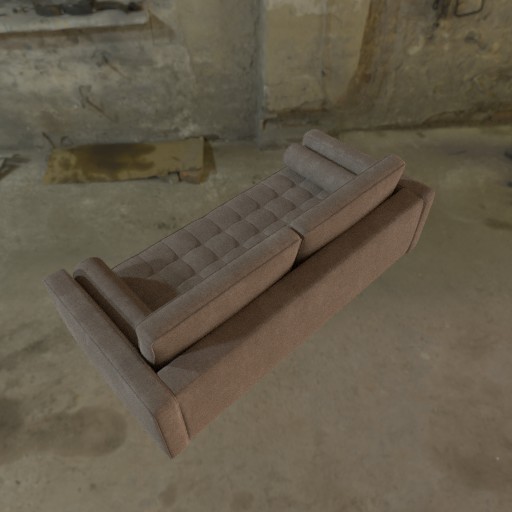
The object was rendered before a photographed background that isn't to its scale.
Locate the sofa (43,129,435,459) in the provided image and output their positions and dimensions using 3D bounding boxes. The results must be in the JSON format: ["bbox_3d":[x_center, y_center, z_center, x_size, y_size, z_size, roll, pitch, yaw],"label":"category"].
[{"bbox_3d":[0.000,0.000,2.337,1.883,0.769,0.920,-35,56,-28],"label":"sofa"}]
